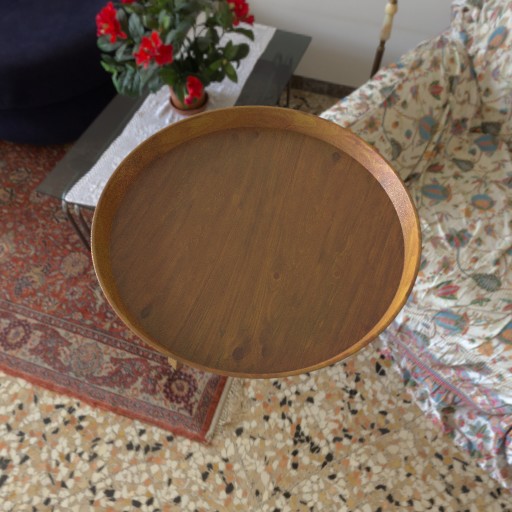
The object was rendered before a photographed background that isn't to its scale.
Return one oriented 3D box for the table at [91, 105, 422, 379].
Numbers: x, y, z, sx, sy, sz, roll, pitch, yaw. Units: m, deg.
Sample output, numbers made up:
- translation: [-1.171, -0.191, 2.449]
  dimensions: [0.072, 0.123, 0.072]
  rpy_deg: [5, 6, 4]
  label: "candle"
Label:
- translation: [0.000, 0.000, 1.554]
  dimensions: [1.016, 0.470, 1.016]
  rpy_deg: [0, 57, 0]
  label: "table"
